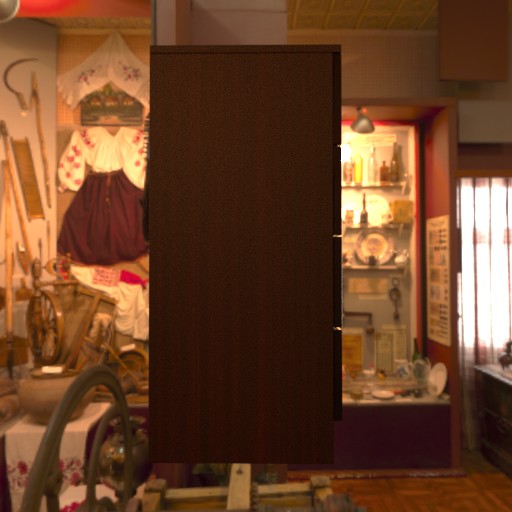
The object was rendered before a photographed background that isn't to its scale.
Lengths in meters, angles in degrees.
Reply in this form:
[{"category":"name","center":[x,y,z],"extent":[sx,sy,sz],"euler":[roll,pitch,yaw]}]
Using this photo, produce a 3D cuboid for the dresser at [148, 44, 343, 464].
[{"category":"dresser","center":[0.000,0.000,1.136],"extent":[0.360,0.720,0.750],"euler":[0,-1,1]}]
